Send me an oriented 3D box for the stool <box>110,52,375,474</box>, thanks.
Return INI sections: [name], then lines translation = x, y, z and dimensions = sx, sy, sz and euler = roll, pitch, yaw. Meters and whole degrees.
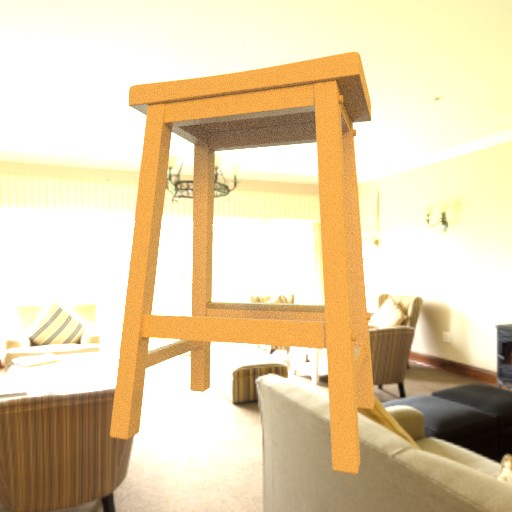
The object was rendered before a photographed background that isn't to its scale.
[stool]
translation = 0.000, 0.000, 0.831
dimensions = 0.406, 0.610, 0.322
euler = 0, -1, 19
